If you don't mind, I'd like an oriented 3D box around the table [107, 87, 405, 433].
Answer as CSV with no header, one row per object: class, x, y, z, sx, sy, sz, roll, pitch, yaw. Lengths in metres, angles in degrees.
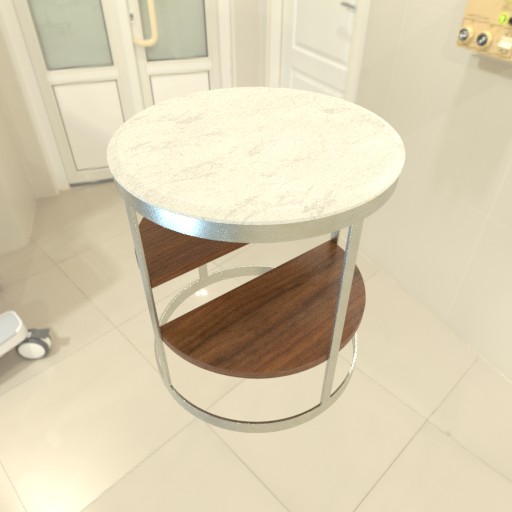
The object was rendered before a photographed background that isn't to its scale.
table,0.000,0.000,0.763,0.407,0.447,0.407,0,40,0
